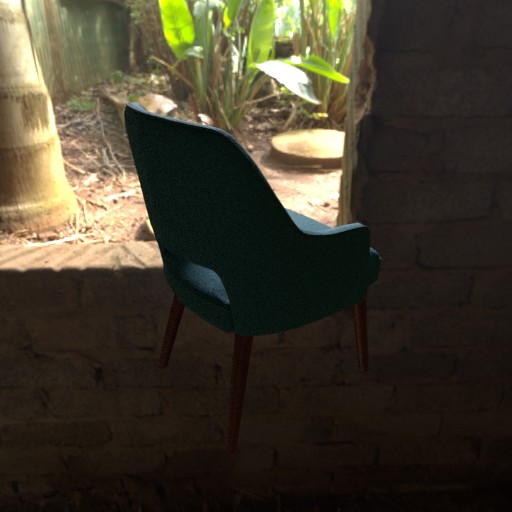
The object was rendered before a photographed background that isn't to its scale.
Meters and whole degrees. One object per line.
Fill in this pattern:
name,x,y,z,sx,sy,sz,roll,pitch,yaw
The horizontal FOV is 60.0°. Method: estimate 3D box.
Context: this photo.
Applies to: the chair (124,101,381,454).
chair,0.000,0.000,1.255,0.605,0.849,0.548,-19,33,-32
